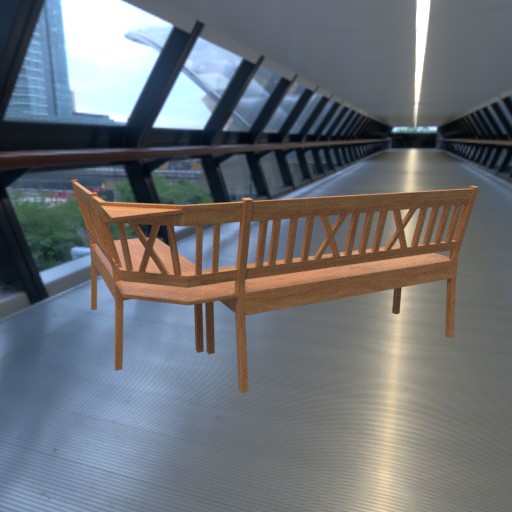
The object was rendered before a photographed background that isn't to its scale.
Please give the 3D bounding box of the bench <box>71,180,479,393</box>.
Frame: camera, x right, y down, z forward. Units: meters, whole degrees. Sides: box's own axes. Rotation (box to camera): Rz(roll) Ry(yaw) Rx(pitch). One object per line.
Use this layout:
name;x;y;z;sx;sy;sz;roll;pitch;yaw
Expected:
bench;0.000;0.000;2.757;1.937;0.902;1.537;-7;15;-26
